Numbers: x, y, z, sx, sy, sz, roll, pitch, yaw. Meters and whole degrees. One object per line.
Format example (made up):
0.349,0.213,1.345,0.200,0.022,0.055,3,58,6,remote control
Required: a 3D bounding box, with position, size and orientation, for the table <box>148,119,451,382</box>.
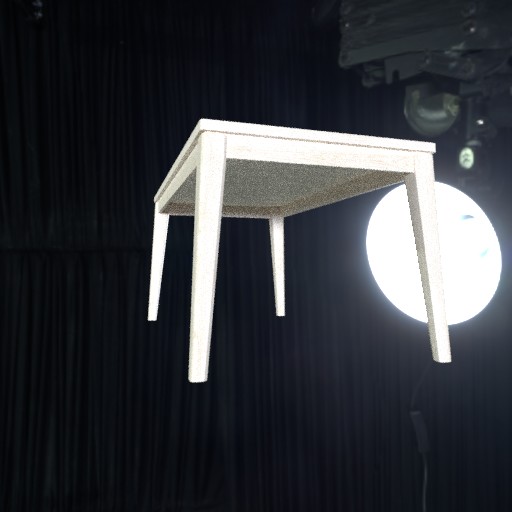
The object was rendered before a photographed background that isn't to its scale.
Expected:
0.000,0.000,2.151,0.900,0.760,1.600,1,-2,-18,table
